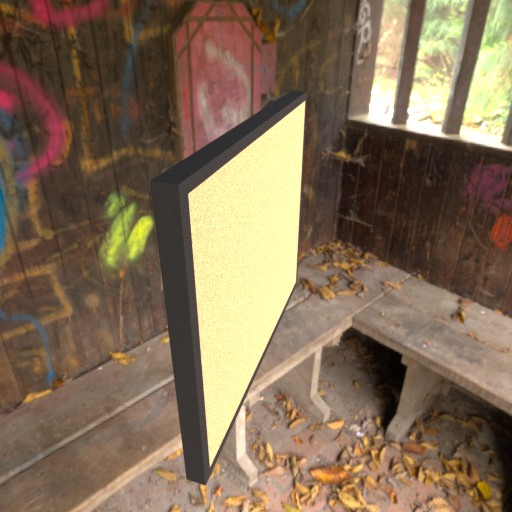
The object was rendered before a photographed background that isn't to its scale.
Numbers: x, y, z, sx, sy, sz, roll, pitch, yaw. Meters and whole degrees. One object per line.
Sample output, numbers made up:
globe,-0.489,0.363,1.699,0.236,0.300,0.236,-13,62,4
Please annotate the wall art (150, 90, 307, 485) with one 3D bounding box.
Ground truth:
wall art,0.000,0.000,0.758,0.030,0.454,0.554,9,31,16
